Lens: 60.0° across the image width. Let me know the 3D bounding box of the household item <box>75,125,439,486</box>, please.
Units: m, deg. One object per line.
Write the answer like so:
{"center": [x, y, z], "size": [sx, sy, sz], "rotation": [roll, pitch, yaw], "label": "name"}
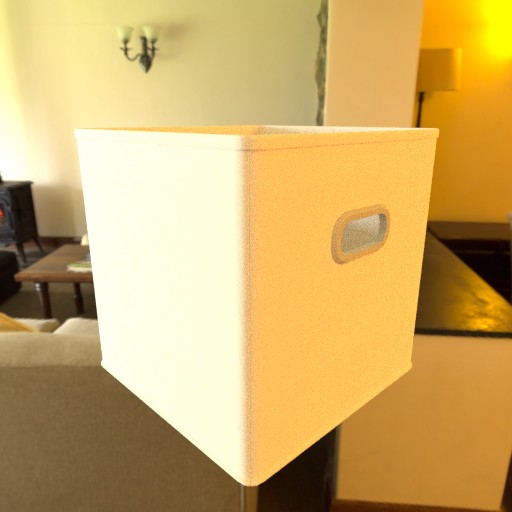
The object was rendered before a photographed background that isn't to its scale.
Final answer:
{"center": [0.000, 0.000, 0.551], "size": [0.305, 0.305, 0.305], "rotation": [-16, 23, -41], "label": "household item"}
